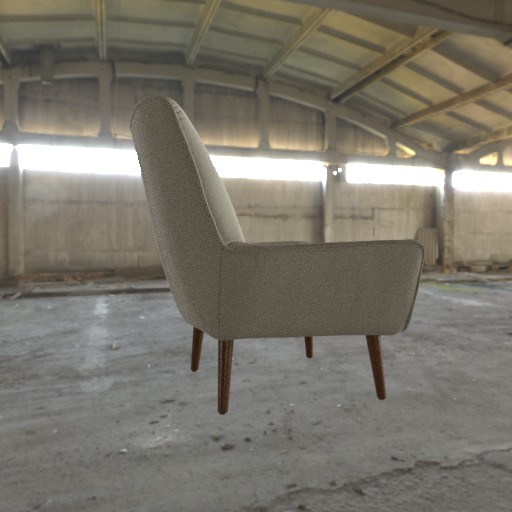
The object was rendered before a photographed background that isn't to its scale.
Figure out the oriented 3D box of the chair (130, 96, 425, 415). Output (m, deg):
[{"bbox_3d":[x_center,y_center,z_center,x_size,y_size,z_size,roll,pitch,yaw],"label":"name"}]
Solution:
[{"bbox_3d":[0.000,0.000,1.518,0.822,0.888,0.787,-1,2,-18],"label":"chair"}]
